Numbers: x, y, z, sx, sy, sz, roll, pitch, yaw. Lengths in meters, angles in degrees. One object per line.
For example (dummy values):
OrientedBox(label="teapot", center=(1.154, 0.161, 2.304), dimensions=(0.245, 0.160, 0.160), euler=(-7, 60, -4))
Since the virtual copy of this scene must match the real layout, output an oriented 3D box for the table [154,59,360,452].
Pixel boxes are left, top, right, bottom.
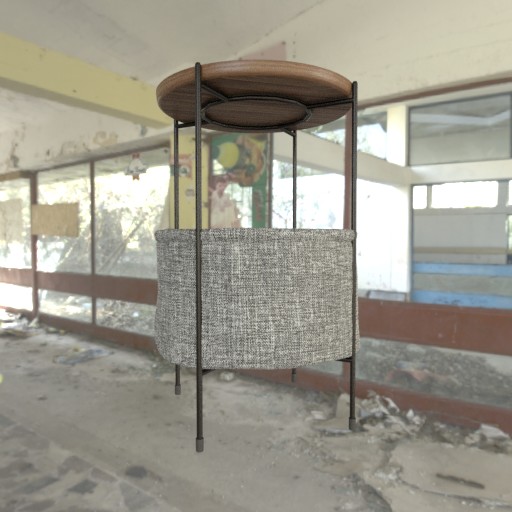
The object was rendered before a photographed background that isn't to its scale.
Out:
OrientedBox(label="table", center=(0.000, 0.000, 0.887), dimensions=(0.400, 0.623, 0.400), euler=(-1, 2, -17))
